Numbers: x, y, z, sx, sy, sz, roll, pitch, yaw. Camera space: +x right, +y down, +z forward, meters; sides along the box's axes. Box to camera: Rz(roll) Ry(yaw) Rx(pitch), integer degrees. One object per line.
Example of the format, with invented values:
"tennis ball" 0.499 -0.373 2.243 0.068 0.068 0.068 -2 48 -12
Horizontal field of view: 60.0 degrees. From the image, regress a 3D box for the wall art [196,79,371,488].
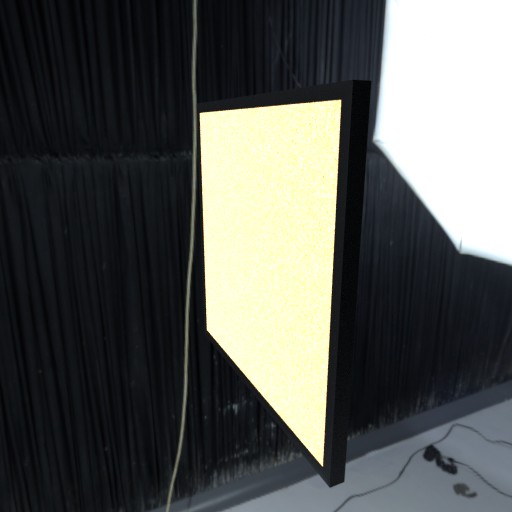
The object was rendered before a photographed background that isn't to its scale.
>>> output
"wall art" 0.000 0.000 1.109 0.036 0.755 0.756 -7 18 -24
